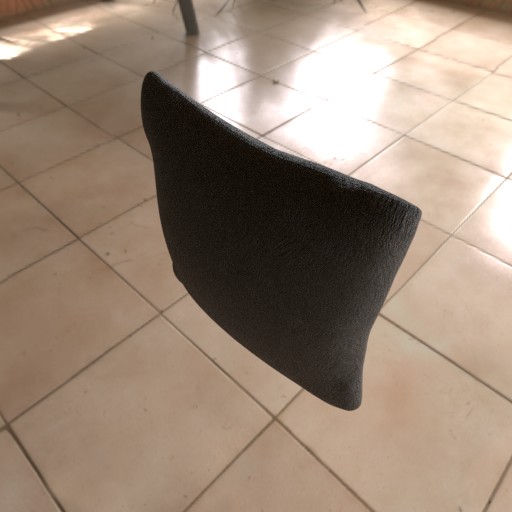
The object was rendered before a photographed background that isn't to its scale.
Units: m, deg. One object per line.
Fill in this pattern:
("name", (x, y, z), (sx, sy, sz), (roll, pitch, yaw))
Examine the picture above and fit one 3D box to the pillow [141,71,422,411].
("pillow", (0.000, 0.000, 0.801), (0.533, 0.523, 0.210), (34, 55, 28))
